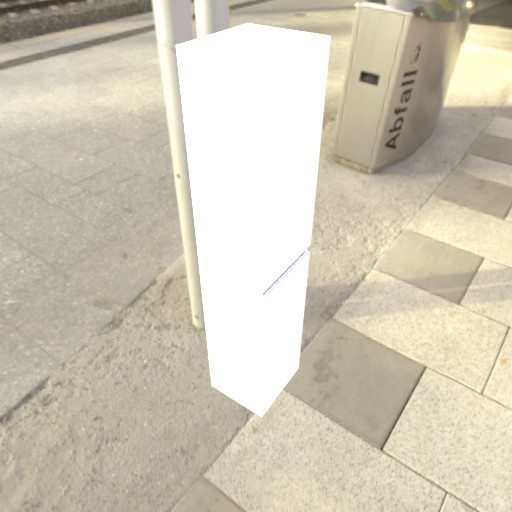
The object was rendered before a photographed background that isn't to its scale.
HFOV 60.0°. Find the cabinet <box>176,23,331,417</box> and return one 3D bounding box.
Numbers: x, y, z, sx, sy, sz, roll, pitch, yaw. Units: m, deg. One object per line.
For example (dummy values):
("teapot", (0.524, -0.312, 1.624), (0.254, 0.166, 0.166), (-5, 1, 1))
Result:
("cabinet", (0.000, 0.000, 1.559), (0.269, 1.400, 0.300), (24, 44, 26))
